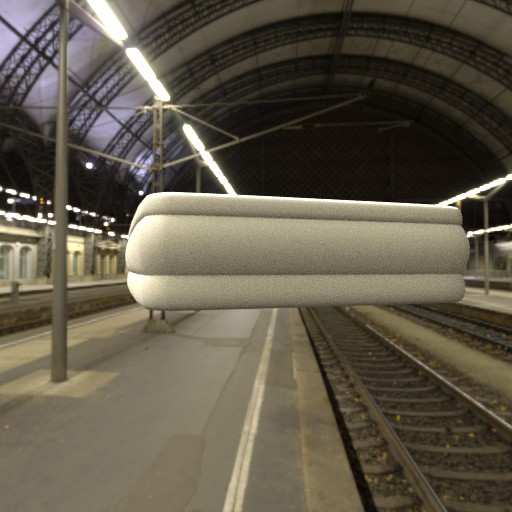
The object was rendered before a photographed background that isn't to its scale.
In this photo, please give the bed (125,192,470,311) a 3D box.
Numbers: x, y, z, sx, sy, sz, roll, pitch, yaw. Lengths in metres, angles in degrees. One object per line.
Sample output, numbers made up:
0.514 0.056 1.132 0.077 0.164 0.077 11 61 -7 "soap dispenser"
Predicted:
0.000 0.000 2.715 1.520 0.460 2.036 0 -1 -18 "bed"
